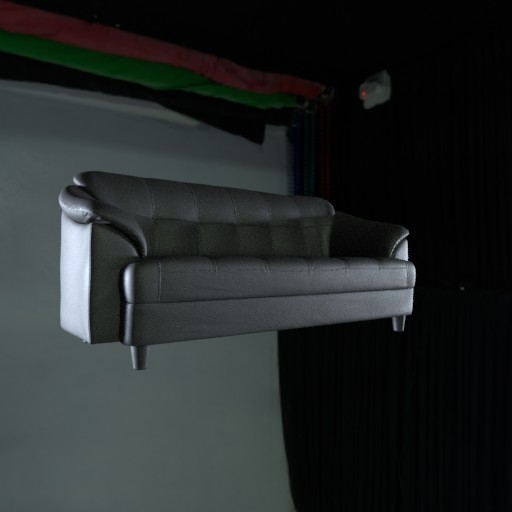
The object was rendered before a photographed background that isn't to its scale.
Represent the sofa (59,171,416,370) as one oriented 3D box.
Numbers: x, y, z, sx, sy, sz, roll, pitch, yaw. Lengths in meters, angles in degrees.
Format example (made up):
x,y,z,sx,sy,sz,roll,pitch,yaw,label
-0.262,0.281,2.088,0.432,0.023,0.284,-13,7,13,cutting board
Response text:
x,y,z,sx,sy,sz,roll,pitch,yaw,label
0.000,0.000,2.246,1.829,0.811,0.800,1,-1,-36,sofa
